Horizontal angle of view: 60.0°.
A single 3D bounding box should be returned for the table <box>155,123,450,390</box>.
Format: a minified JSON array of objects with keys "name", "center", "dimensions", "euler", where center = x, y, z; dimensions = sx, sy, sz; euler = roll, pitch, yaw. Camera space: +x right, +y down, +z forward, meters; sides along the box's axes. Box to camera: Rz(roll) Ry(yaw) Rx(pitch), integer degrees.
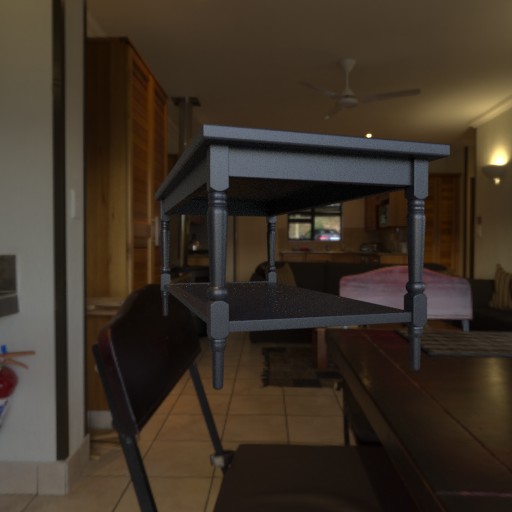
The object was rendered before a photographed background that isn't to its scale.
[{"name":"table","center":[0.000,0.000,1.427],"dimensions":[0.550,0.510,1.107],"euler":[0,1,-17]}]
